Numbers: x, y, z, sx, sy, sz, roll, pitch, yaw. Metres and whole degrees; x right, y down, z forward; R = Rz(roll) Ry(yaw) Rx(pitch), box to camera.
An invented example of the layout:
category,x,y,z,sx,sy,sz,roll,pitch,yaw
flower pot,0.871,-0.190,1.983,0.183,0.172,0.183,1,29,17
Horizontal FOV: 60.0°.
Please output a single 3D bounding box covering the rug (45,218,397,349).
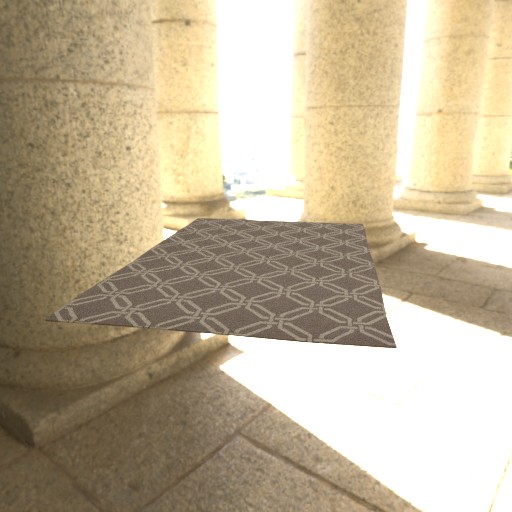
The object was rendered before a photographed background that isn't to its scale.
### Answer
category,x,y,z,sx,sy,sz,roll,pitch,yaw
rug,0.000,0.000,2.199,1.142,0.010,1.748,3,16,9
